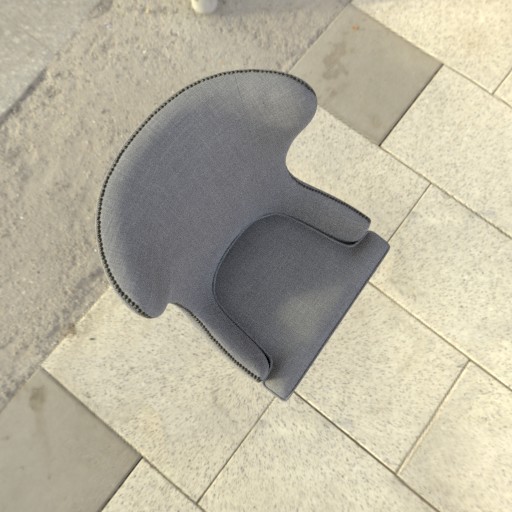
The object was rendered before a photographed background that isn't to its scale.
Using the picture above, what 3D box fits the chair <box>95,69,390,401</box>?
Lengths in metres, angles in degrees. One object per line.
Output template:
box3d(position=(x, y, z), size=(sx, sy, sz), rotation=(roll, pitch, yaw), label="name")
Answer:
box3d(position=(0.000, 0.000, 1.820), size=(0.883, 1.176, 0.864), rotation=(35, 79, 8), label="chair")
